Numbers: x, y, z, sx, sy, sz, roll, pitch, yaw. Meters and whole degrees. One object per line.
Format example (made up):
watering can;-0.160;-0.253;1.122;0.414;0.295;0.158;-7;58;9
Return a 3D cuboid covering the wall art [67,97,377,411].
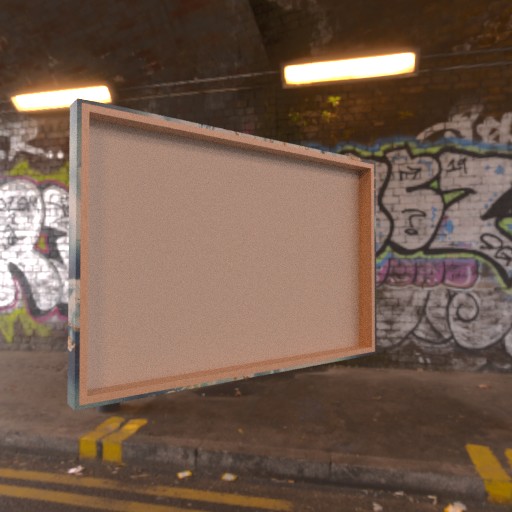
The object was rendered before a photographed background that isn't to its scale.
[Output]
wall art;0.000;0.000;0.769;0.607;0.405;0.036;1;-1;-37
